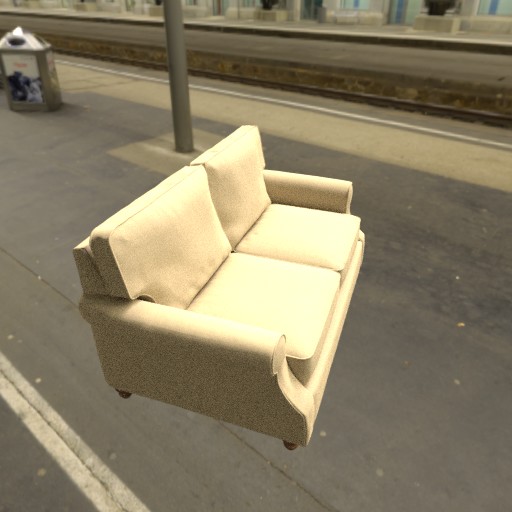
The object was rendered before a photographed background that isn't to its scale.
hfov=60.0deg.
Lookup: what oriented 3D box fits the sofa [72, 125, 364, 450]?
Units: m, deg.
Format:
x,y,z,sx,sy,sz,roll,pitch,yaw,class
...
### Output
x,y,z,sx,sy,sz,roll,pitch,yaw,class
0.000,0.000,2.279,0.964,0.937,1.665,10,33,17,sofa
